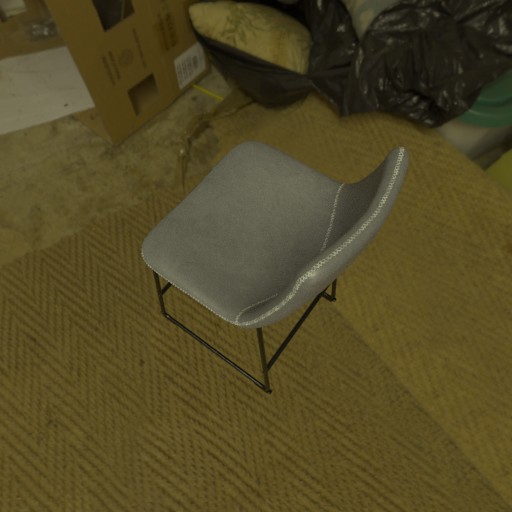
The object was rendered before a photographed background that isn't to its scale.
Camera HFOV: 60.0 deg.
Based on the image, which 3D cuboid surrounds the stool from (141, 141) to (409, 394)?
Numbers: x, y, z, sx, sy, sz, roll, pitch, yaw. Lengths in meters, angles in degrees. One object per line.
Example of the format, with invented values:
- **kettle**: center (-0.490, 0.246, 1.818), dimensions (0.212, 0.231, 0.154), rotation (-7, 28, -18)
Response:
- **stool**: center (0.000, 0.000, 1.212), dimensions (0.546, 0.876, 0.470), rotation (33, 67, 16)
